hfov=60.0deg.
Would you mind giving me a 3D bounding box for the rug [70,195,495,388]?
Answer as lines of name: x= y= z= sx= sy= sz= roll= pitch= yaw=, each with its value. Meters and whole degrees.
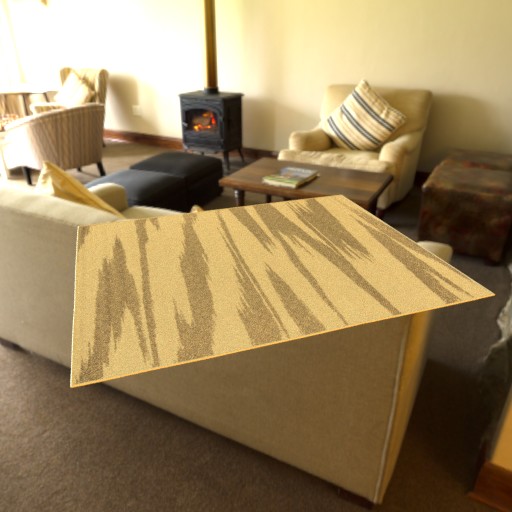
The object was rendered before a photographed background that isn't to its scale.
rug: x=0.000 y=0.000 z=3.833 sx=2.945 sy=0.014 sz=2.353 roll=-9 pitch=28 yaw=-17
